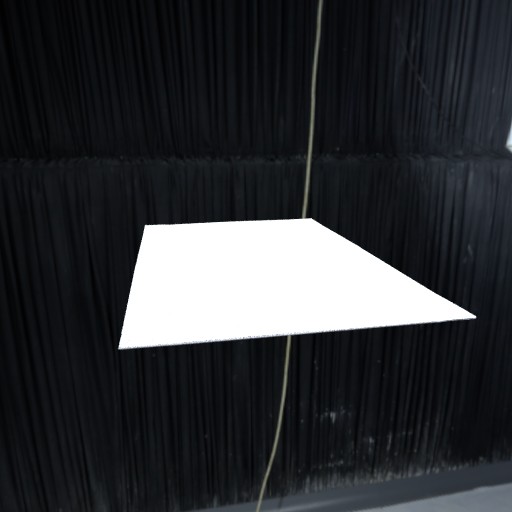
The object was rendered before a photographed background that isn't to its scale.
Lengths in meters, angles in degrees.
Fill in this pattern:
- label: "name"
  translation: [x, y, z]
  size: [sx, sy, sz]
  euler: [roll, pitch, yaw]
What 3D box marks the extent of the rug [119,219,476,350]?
- label: "rug"
  translation: [0.000, 0.000, 2.199]
  size: [1.149, 0.021, 1.773]
  euler: [-3, 16, -11]
